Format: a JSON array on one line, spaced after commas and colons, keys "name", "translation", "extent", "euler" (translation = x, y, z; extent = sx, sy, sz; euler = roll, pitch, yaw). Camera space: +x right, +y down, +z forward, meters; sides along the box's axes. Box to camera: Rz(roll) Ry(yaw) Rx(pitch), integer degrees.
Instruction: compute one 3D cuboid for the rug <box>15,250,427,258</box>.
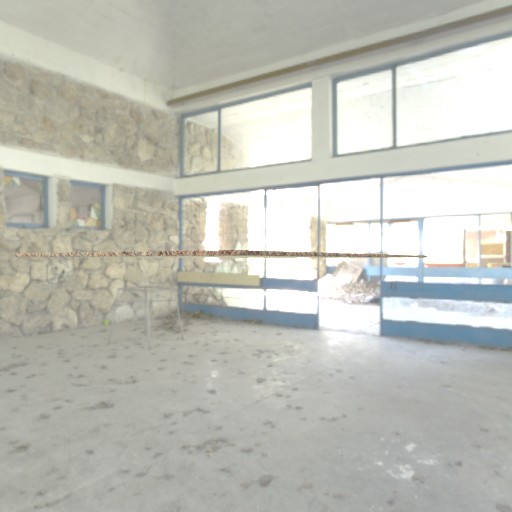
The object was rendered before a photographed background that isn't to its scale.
[{"name": "rug", "translation": [0.000, 0.000, 2.842], "extent": [1.523, 0.019, 2.285], "euler": [0, -1, 36]}]
